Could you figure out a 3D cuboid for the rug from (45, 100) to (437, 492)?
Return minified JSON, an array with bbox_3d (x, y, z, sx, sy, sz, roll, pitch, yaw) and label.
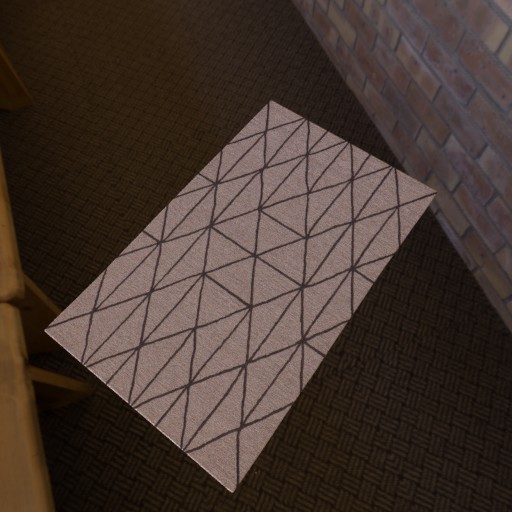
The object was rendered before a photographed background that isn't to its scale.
[{"bbox_3d":[0.000,0.000,3.057,1.526,0.008,2.465,34,69,15],"label":"rug"}]
